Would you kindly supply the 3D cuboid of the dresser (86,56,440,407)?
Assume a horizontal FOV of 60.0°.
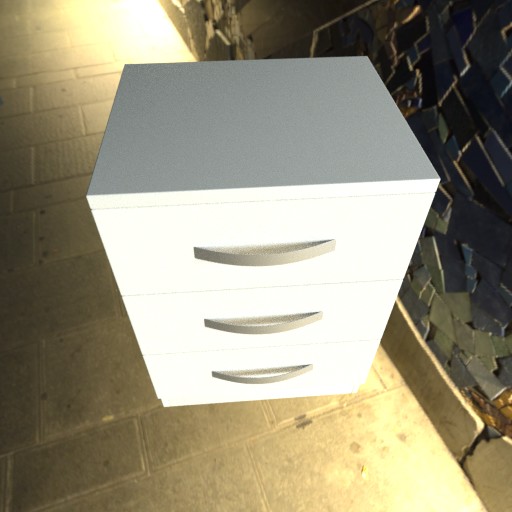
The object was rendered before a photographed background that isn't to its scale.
[{"bbox_3d":[0.000,0.000,0.809,0.400,0.560,0.360,-3,47,-3],"label":"dresser"}]
